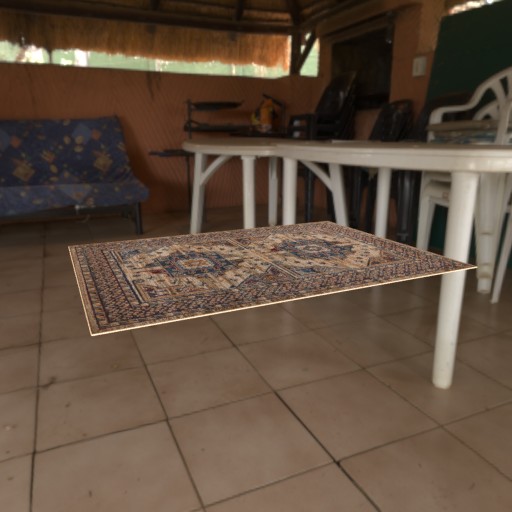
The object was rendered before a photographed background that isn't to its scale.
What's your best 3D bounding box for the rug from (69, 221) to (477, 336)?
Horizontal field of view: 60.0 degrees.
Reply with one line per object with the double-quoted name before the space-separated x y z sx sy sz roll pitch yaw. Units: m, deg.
"rug" 0.000 0.000 2.947 2.227 0.008 1.611 -7 17 -24
